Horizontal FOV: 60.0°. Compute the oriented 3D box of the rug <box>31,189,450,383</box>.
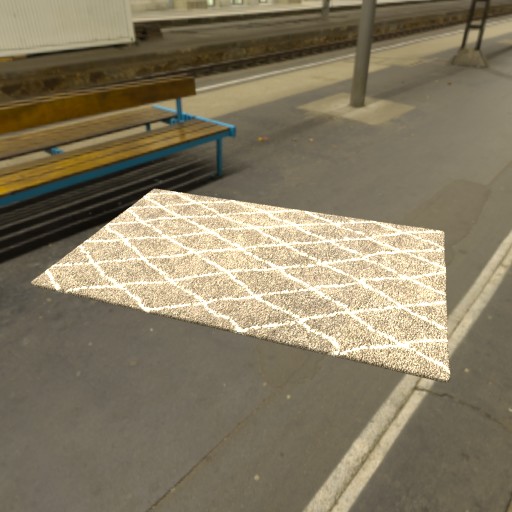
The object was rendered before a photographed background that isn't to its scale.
[{"bbox_3d":[0.000,0.000,3.016,2.438,0.030,1.524,10,34,16],"label":"rug"}]
